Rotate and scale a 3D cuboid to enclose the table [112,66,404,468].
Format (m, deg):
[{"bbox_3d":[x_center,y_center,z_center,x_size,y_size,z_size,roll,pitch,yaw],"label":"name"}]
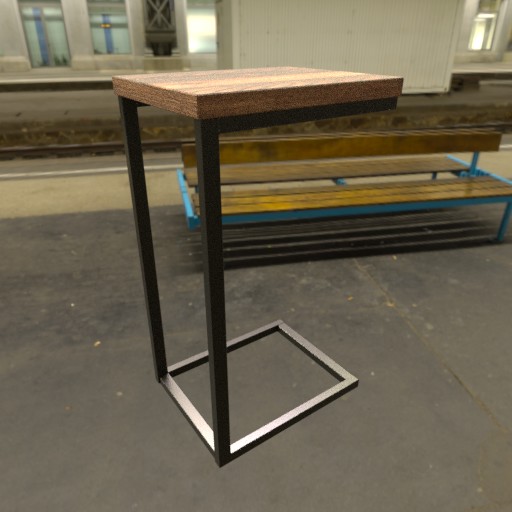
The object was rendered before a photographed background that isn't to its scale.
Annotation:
[{"bbox_3d":[0.000,0.000,0.953,0.414,0.718,0.323,-18,32,-31],"label":"table"}]
